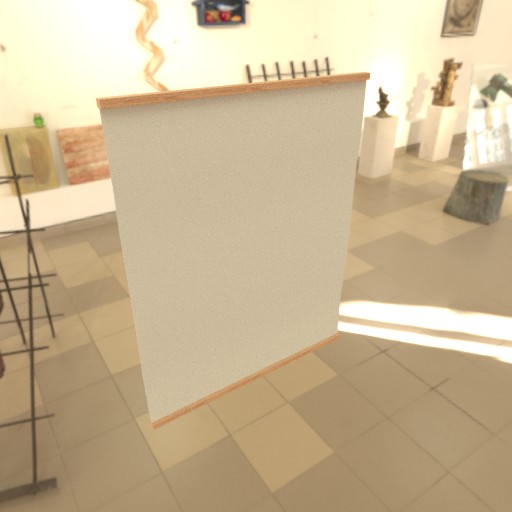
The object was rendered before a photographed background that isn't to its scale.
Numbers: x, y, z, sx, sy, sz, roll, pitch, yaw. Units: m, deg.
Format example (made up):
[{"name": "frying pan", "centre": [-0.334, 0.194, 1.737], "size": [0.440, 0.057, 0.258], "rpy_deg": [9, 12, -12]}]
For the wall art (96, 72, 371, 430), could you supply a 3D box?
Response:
[{"name": "wall art", "centre": [0.000, 0.000, 0.692], "size": [0.406, 0.508, 0.013], "rpy_deg": [-18, 34, -29]}]
